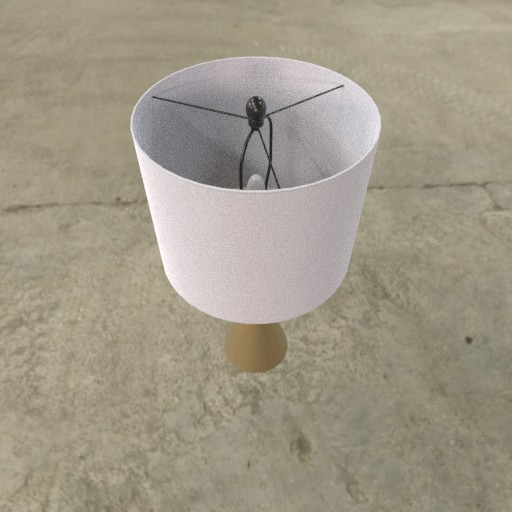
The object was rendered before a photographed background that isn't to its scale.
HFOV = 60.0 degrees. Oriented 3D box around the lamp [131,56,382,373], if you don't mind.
[{"bbox_3d":[0.000,0.000,0.745,0.304,0.573,0.304,17,51,15],"label":"lamp"}]
